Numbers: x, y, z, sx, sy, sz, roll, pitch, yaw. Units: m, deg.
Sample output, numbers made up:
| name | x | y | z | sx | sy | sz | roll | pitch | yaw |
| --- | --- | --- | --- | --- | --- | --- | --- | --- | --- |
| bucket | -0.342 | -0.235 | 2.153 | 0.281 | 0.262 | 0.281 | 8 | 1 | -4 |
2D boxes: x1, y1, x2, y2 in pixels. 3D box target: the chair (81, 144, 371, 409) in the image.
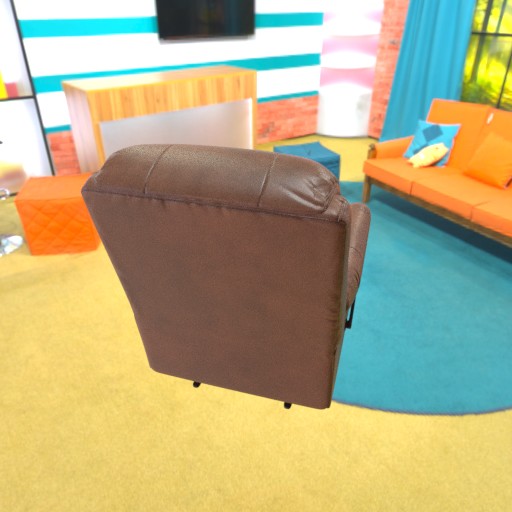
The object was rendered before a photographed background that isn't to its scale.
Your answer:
| name | x | y | z | sx | sy | sz | roll | pitch | yaw |
| --- | --- | --- | --- | --- | --- | --- | --- | --- | --- |
| chair | 0.000 | 0.000 | 1.779 | 0.838 | 1.054 | 1.014 | 8 | 31 | 14 |
